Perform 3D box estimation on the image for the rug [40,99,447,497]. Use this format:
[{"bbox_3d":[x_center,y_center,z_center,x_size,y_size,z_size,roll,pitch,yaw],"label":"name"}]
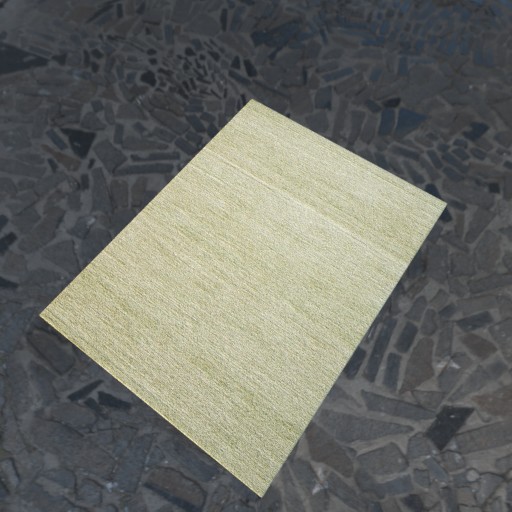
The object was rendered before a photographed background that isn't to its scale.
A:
[{"bbox_3d":[0.000,0.000,4.185,2.425,0.016,3.198,33,68,15],"label":"rug"}]
